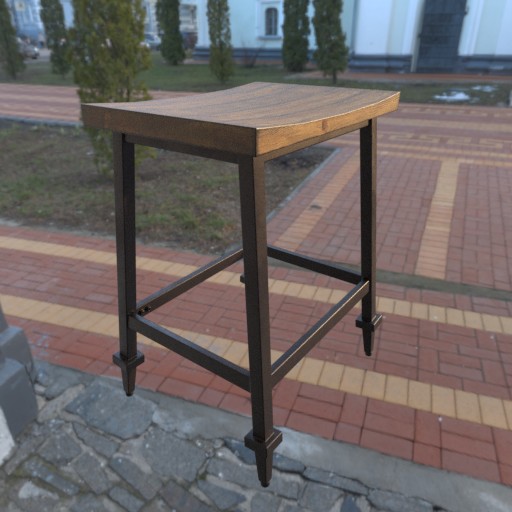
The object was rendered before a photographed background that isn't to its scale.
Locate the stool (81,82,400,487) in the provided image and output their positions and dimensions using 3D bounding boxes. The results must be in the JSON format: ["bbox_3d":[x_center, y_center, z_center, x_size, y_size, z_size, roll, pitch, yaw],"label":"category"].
[{"bbox_3d":[0.000,0.000,0.919,0.405,0.625,0.486,18,32,32],"label":"stool"}]
